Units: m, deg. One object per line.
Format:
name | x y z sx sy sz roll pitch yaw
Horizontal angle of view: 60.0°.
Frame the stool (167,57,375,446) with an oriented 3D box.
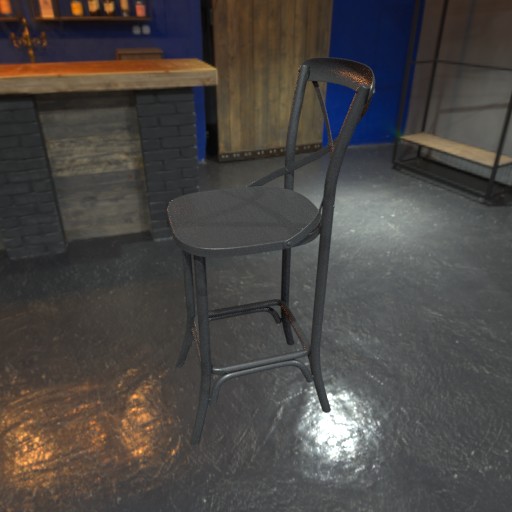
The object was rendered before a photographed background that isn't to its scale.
stool | 0.000 0.000 1.463 0.584 1.168 0.457 -8 31 -14
